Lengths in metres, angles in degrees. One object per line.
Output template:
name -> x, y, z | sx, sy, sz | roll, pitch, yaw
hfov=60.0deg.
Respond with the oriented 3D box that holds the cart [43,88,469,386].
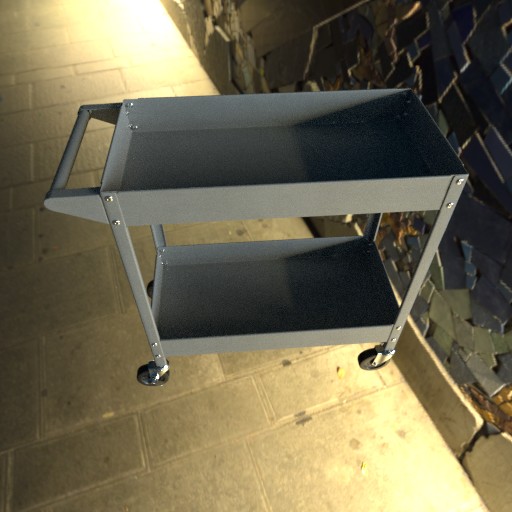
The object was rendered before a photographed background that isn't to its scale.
cart -> 0.000, 0.000, 1.160 | 0.779, 0.719, 0.366 | -3, 47, -3
